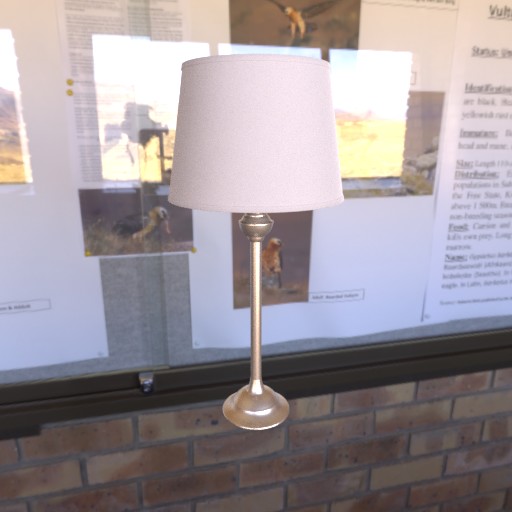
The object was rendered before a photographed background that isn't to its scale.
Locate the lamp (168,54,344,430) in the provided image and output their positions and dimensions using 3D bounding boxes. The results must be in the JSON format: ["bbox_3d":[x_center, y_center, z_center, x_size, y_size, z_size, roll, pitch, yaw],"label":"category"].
[{"bbox_3d":[0.000,0.000,0.879,0.331,0.698,0.331,0,16,0],"label":"lamp"}]
